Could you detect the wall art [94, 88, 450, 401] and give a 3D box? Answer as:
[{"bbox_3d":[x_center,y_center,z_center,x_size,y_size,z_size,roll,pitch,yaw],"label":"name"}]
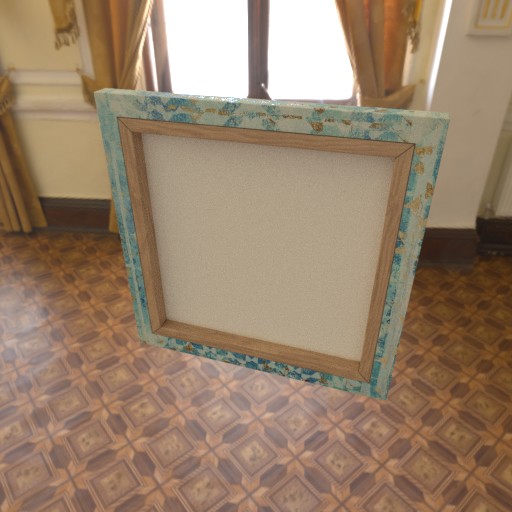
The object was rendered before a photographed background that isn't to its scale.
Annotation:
[{"bbox_3d":[0.000,0.000,0.903,0.609,0.609,0.040,10,33,15],"label":"wall art"}]
